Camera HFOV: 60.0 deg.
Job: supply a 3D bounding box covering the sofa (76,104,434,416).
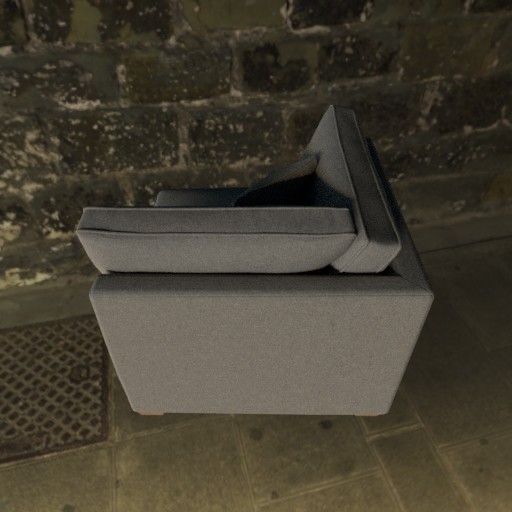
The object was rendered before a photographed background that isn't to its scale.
[{"bbox_3d":[0.000,0.000,2.005,1.146,1.002,1.084,0,42,0],"label":"sofa"}]
